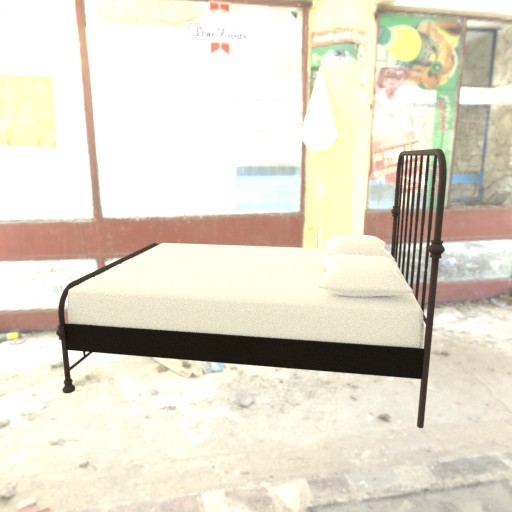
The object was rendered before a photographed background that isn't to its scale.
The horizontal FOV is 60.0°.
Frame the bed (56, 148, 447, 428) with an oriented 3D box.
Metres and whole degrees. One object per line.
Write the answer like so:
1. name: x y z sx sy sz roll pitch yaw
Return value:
1. bed: 0.000 0.000 3.126 2.134 1.446 1.616 2 13 10
